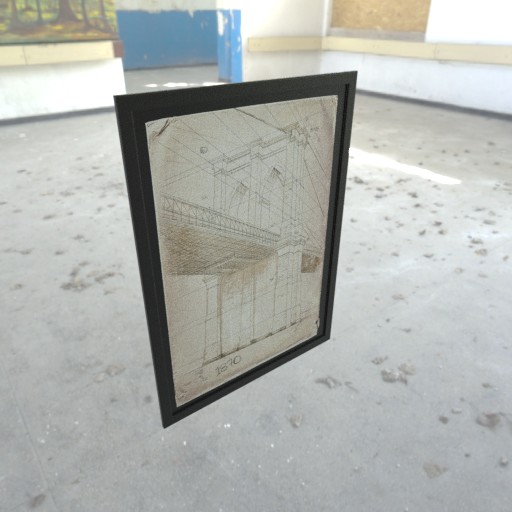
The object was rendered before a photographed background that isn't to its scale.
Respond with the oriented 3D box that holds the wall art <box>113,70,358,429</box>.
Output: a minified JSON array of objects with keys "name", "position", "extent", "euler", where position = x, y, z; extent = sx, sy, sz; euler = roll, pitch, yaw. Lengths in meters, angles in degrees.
[{"name":"wall art","position":[0.000,0.000,1.306],"extent":[0.707,0.967,0.013],"euler":[-20,35,-31]}]
